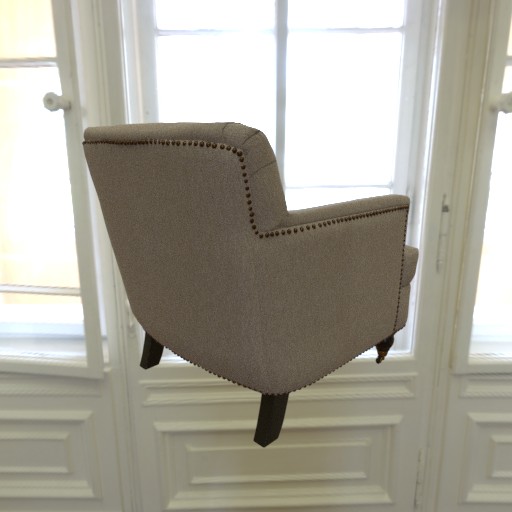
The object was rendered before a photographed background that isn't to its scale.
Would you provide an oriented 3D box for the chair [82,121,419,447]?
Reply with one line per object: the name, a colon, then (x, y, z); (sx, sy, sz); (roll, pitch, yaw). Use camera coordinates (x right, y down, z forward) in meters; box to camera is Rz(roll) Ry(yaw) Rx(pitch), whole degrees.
chair: (0.000, 0.000, 1.462); (0.737, 0.823, 0.902); (14, 20, 43)
